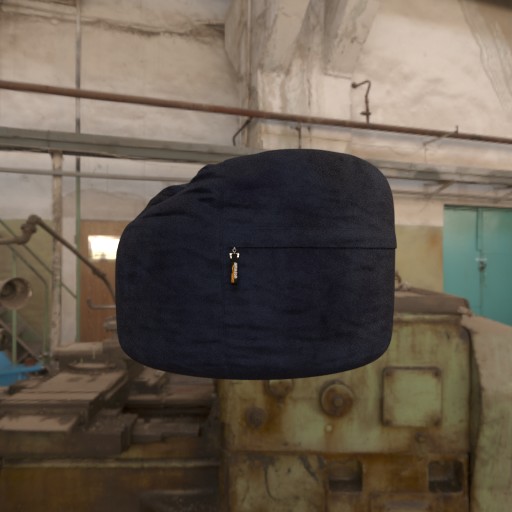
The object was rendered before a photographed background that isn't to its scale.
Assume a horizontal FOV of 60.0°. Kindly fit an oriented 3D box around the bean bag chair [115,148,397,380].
[{"bbox_3d":[0.000,0.000,1.507,0.918,0.616,0.918,0,0,0],"label":"bean bag chair"}]
